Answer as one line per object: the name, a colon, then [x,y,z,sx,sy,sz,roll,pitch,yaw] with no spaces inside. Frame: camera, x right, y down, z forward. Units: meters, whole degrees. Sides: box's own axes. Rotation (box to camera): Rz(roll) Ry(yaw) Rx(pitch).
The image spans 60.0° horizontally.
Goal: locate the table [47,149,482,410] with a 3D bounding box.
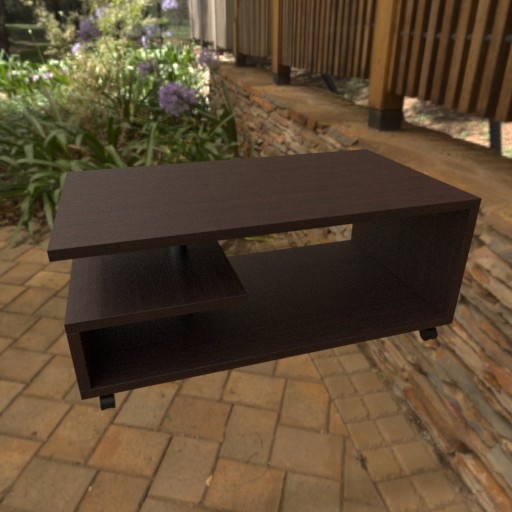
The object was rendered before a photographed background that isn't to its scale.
table: [0.000,0.000,1.369,1.050,0.460,0.590,-8,27,-15]
